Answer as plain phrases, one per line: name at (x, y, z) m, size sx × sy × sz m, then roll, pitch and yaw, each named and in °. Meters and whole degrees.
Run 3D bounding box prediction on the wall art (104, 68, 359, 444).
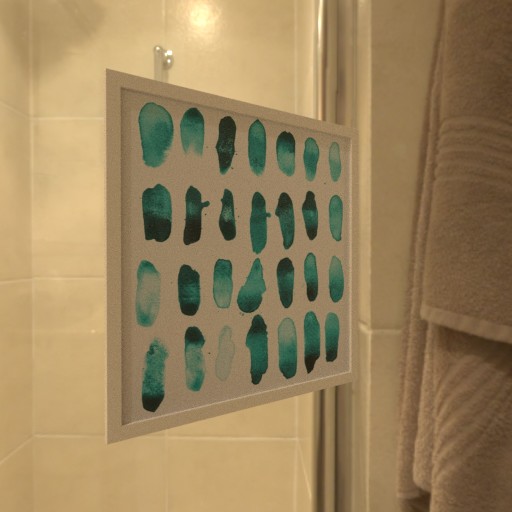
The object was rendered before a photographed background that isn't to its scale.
wall art at (0.000, 0.000, 0.676) m, size 0.456 × 0.457 × 0.009 m, roll 0°, pitch 1°, yaw -36°
